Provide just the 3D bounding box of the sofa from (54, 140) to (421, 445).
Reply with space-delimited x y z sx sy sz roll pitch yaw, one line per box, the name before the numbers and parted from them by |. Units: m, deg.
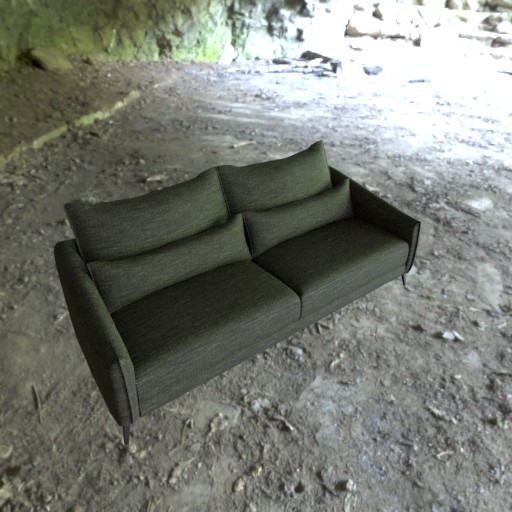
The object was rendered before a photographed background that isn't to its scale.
sofa | 0.000 0.000 2.467 2.019 0.843 0.807 -22 37 -32
